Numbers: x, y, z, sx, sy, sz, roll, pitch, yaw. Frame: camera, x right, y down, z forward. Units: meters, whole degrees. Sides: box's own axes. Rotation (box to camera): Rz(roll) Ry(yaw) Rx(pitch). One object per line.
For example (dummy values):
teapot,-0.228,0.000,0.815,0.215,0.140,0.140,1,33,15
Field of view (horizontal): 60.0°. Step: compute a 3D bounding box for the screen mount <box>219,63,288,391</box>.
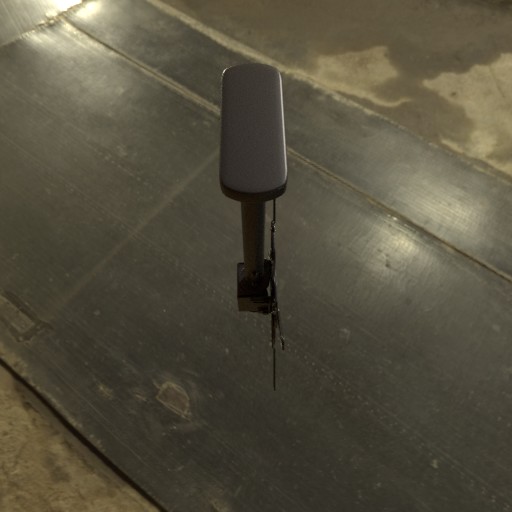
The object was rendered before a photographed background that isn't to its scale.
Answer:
screen mount,0.000,0.000,0.869,0.090,0.729,0.393,-1,63,-1
